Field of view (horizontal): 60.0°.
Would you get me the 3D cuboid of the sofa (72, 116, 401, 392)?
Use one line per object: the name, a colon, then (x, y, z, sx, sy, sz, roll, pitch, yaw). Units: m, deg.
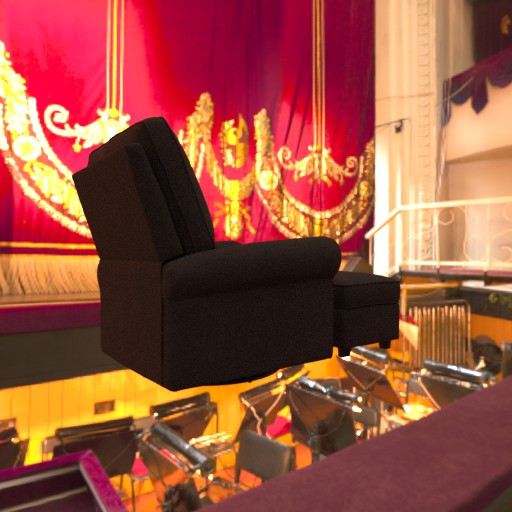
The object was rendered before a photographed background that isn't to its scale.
sofa: (0.000, 0.000, 2.071, 1.478, 0.959, 0.880, 0, 0, -36)
